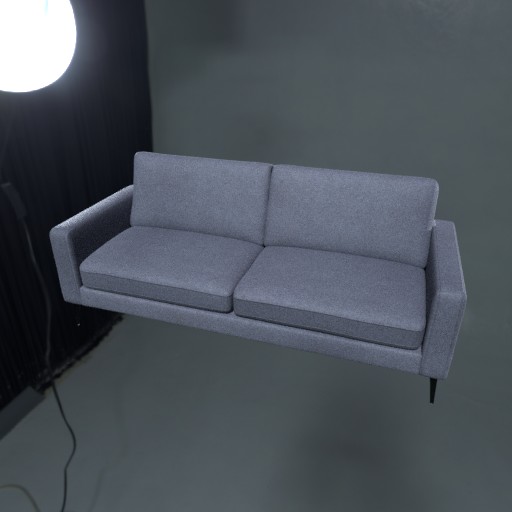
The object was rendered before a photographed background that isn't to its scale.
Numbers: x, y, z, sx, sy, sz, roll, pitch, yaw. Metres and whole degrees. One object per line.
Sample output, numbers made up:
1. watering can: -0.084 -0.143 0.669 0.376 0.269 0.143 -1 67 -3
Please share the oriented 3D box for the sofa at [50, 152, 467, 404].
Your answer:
1. sofa: 0.000 0.000 2.316 1.925 0.828 0.774 9 29 16
